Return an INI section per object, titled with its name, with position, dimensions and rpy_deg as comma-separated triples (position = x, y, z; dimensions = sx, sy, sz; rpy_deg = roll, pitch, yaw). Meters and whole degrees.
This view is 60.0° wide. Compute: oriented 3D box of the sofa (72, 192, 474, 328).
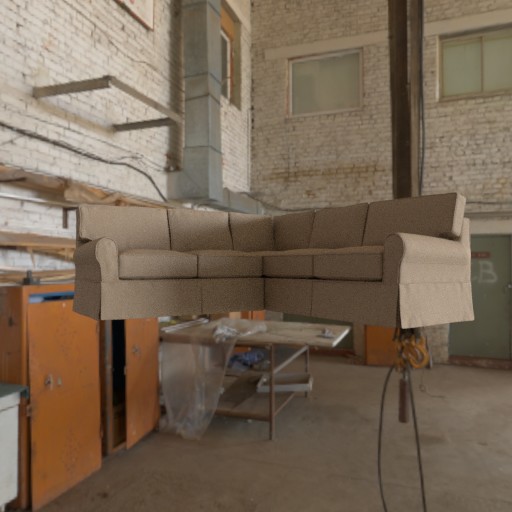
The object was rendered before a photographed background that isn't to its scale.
[sofa]
position = 0.000, 0.000, 4.151
dimensions = 2.730, 1.124, 2.733
rpy_deg = 1, -2, -34
